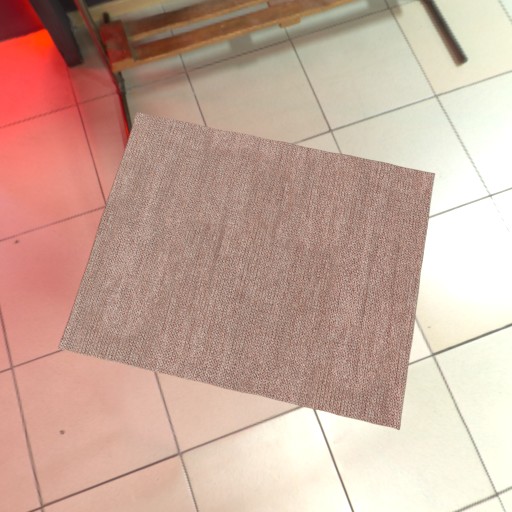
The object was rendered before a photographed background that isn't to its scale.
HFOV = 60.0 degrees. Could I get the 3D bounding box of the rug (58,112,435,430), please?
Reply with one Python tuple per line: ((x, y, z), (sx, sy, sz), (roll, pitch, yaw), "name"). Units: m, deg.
((0.000, 0.000, 4.123), (3.052, 0.030, 2.429), (12, 76, 3), "rug")
